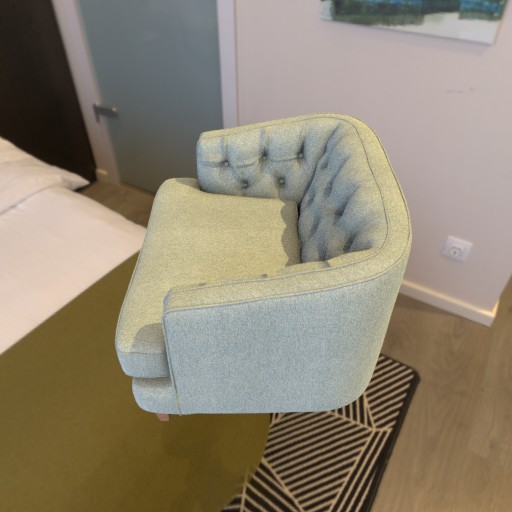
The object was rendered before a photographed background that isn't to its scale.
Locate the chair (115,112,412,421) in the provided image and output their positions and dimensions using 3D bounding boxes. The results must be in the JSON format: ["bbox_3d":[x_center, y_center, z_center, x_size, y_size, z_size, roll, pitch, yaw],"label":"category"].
[{"bbox_3d":[0.000,0.000,1.797,0.945,0.852,1.094,0,42,0],"label":"chair"}]
